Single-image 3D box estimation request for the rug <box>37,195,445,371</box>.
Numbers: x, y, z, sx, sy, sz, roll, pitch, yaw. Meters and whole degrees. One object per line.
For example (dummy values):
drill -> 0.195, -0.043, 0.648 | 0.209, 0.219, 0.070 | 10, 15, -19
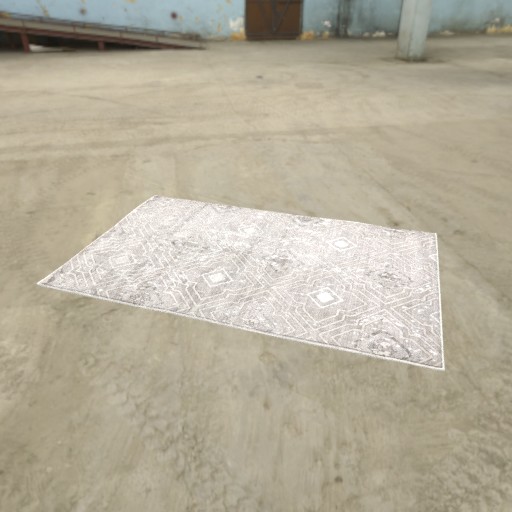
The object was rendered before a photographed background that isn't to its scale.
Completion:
rug -> 0.000, 0.000, 3.128 | 2.447, 0.036, 1.537 | 9, 32, 15
